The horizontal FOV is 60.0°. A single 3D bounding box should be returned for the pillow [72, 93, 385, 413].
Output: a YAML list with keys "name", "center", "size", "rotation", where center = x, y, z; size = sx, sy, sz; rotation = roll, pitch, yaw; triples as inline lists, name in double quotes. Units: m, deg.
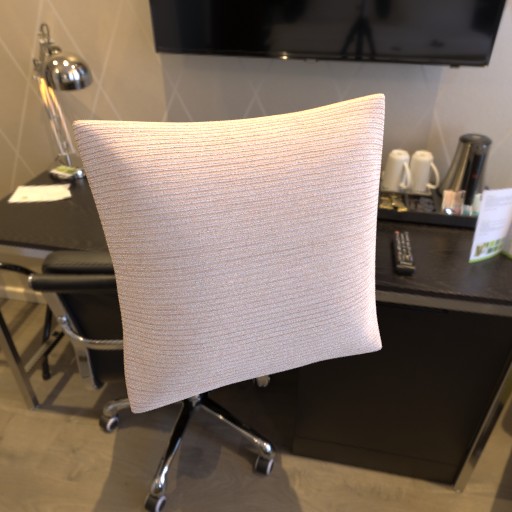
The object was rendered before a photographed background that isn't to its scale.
- name: "pillow"
  center: [0.000, 0.000, 0.645]
  size: [0.424, 0.401, 0.177]
  rotation: [-10, 35, -15]
